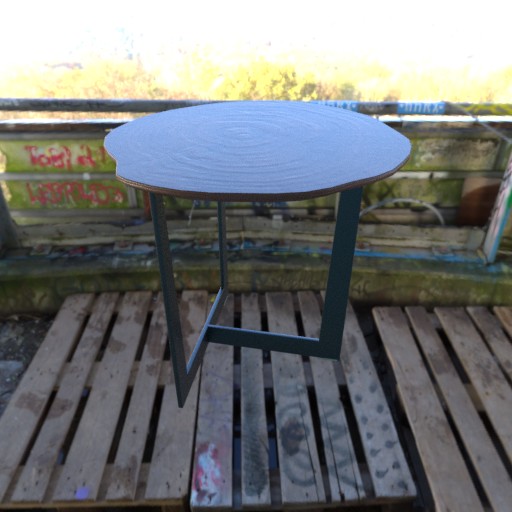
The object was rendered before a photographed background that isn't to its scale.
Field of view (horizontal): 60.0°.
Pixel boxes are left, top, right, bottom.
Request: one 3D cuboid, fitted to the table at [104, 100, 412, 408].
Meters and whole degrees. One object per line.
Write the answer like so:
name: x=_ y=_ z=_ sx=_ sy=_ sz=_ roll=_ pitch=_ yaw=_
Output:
table: x=0.000 y=0.000 z=0.861 sx=0.494 sy=0.476 sz=0.477 roll=0 pitch=32 yaw=0
